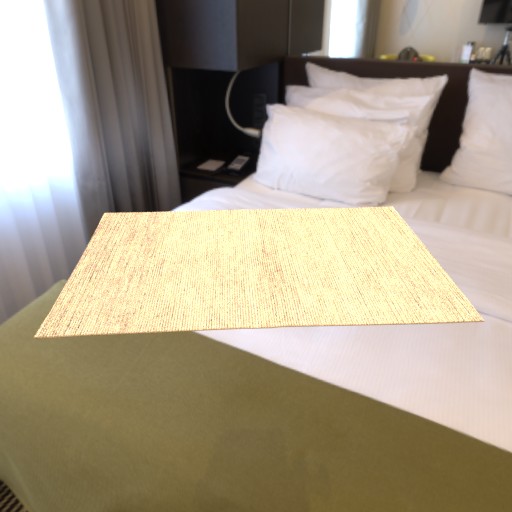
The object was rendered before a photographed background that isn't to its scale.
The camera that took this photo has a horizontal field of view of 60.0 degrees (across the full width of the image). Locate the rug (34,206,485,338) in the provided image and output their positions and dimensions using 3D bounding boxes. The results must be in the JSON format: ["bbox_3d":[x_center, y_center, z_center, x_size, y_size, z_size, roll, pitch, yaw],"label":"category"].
[{"bbox_3d":[0.000,0.000,2.219,1.773,0.021,1.149,-2,30,-3],"label":"rug"}]
